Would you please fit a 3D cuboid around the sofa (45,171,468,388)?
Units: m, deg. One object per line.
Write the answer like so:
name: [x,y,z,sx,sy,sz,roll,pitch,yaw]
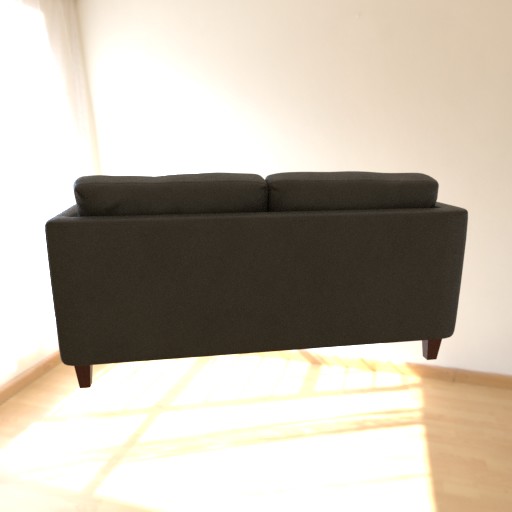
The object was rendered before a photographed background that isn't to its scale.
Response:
sofa: [0.000,0.000,2.413,1.883,0.933,0.951,-2,15,-9]
